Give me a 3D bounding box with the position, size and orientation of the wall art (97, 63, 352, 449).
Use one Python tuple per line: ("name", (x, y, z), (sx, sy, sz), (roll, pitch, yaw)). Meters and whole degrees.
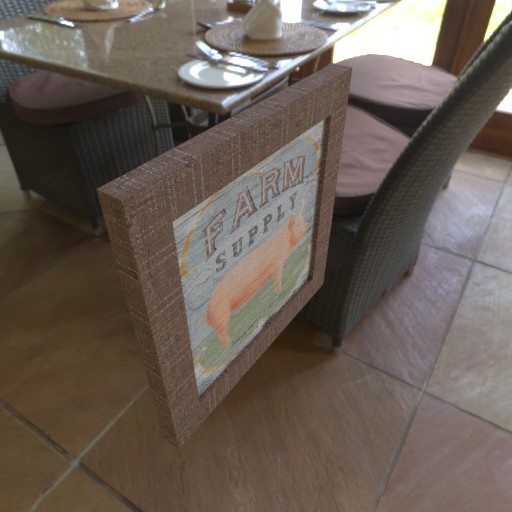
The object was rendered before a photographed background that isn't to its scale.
("wall art", (0.000, 0.000, 0.801), (0.040, 0.531, 0.531), (25, 46, 27))
